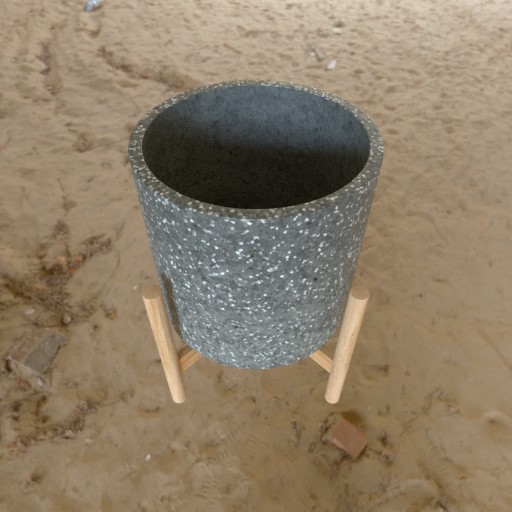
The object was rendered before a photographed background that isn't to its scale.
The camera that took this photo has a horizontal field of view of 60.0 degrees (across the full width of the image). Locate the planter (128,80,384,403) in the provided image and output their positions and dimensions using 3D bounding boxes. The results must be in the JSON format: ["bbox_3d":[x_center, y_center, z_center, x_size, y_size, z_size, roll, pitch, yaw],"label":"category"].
[{"bbox_3d":[0.000,0.000,0.686,0.360,0.419,0.360,-17,49,-15],"label":"planter"}]
